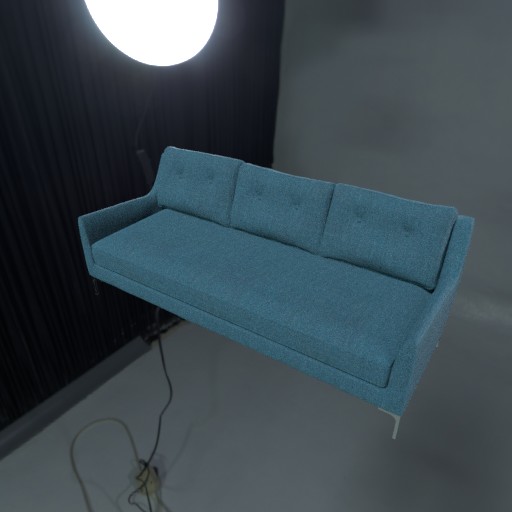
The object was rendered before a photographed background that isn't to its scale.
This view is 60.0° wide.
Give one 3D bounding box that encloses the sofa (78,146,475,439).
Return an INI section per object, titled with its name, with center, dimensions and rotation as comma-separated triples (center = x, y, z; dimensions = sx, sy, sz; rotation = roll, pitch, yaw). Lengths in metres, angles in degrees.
[sofa]
center = 0.000, 0.000, 2.522
dimensions = 2.060, 0.837, 0.849
rotation = 18, 35, 29
